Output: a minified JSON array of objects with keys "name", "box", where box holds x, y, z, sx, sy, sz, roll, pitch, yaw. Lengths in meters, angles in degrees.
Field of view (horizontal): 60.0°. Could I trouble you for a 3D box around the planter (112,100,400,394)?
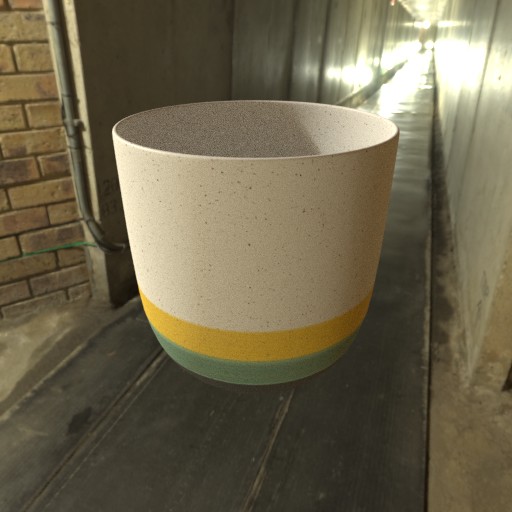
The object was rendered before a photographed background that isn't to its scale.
[{"name":"planter","box":[0.000,0.000,0.361,0.195,0.214,0.195,0,28,0]}]
